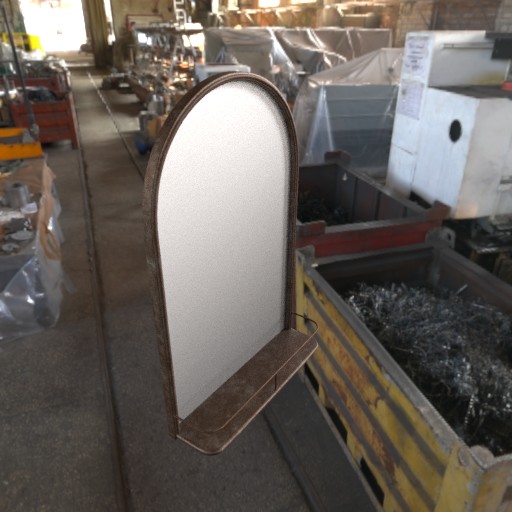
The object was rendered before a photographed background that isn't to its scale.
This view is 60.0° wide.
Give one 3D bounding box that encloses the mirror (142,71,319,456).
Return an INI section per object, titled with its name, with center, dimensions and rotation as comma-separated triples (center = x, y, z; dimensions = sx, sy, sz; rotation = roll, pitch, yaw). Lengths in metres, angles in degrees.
[mirror]
center = 0.000, 0.000, 1.006
dimensions = 0.137, 0.770, 0.510
rotation = 18, 32, 31
